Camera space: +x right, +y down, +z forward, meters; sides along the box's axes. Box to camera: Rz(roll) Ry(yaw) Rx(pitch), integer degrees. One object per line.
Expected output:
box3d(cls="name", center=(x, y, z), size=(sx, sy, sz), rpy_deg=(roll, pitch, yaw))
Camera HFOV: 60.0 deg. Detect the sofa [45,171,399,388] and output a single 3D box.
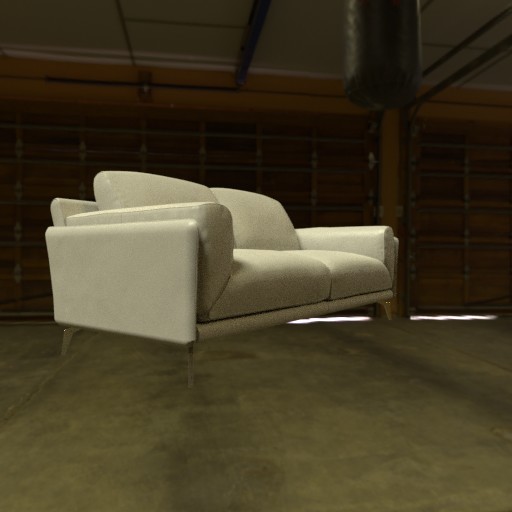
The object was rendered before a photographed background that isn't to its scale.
box3d(cls="sofa", center=(0.000, 0.000, 2.671), size=(1.049, 0.930, 2.101), rpy_deg=(0, 0, 37))
